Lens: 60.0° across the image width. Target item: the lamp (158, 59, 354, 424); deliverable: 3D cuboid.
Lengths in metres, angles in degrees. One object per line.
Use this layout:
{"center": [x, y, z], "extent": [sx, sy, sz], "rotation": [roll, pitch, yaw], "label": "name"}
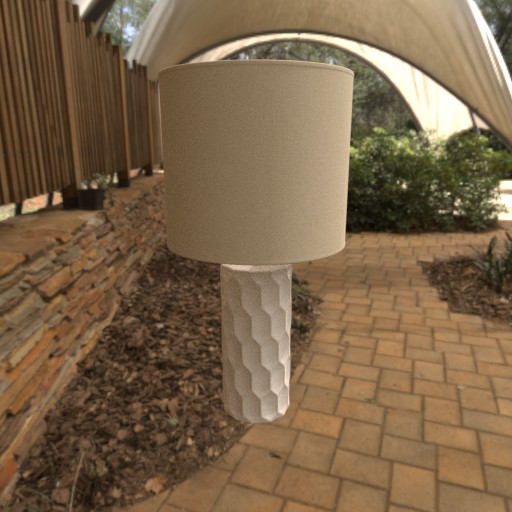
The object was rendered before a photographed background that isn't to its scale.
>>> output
{"center": [0.000, 0.000, 0.707], "extent": [0.277, 0.537, 0.277], "rotation": [-2, 15, -8], "label": "lamp"}
